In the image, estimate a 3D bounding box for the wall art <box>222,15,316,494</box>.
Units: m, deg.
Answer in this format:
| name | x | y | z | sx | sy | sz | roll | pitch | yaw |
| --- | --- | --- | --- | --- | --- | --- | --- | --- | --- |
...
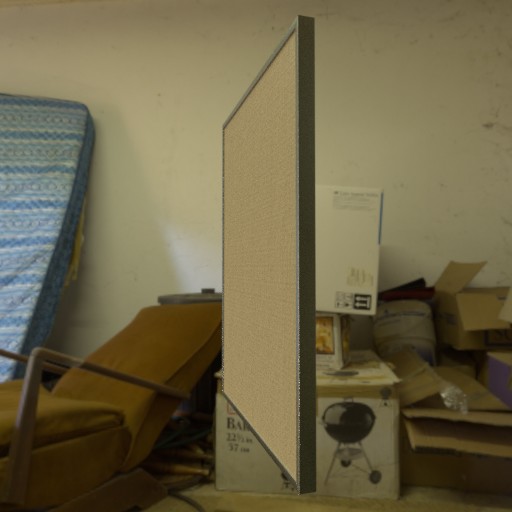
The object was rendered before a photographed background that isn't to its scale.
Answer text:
| name | x | y | z | sx | sy | sz | roll | pitch | yaw |
| --- | --- | --- | --- | --- | --- | --- | --- | --- | --- |
| wall art | 0.000 | 0.000 | 1.372 | 0.041 | 1.062 | 0.803 | 0 | -2 | -17 |
